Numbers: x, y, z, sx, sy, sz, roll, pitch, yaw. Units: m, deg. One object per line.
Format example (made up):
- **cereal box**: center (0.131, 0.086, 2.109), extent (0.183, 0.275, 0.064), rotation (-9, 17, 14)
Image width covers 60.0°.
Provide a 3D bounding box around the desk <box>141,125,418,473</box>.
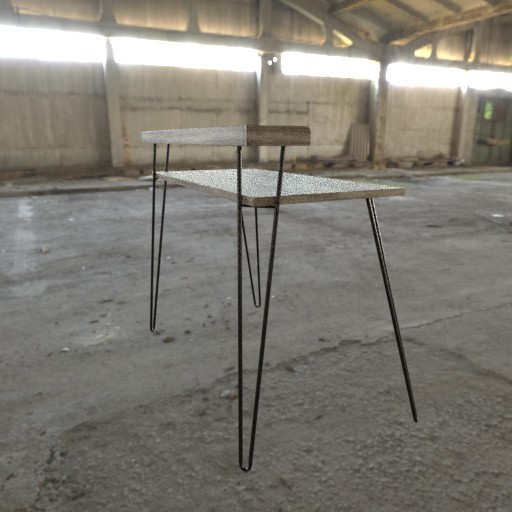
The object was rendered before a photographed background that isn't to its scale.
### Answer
- **desk**: center (0.000, 0.000, 1.649), extent (0.605, 0.899, 1.135), rotation (-7, 16, -26)
